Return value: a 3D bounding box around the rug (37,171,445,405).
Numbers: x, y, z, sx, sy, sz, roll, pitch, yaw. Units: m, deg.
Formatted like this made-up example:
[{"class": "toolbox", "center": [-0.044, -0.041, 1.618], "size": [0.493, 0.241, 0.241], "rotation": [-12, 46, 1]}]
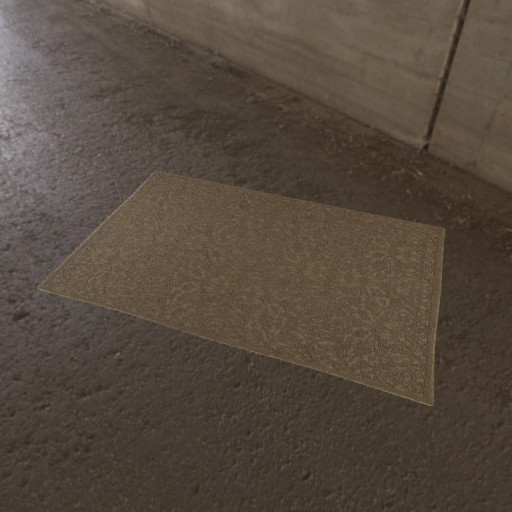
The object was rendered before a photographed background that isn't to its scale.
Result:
[{"class": "rug", "center": [0.000, 0.000, 3.056], "size": [2.435, 0.012, 1.529], "rotation": [13, 43, 15]}]
